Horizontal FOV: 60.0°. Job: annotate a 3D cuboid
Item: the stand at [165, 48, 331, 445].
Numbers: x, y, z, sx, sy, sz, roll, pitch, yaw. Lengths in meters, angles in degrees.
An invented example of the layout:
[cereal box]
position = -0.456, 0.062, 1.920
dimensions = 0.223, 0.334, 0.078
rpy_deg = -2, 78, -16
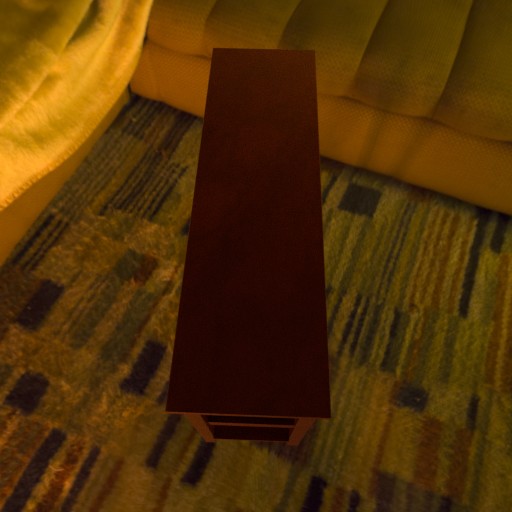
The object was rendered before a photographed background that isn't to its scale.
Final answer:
[stand]
position = 0.000, 0.000, 1.772
dimensions = 0.410, 0.872, 1.362
rpy_deg = 2, 61, 1
